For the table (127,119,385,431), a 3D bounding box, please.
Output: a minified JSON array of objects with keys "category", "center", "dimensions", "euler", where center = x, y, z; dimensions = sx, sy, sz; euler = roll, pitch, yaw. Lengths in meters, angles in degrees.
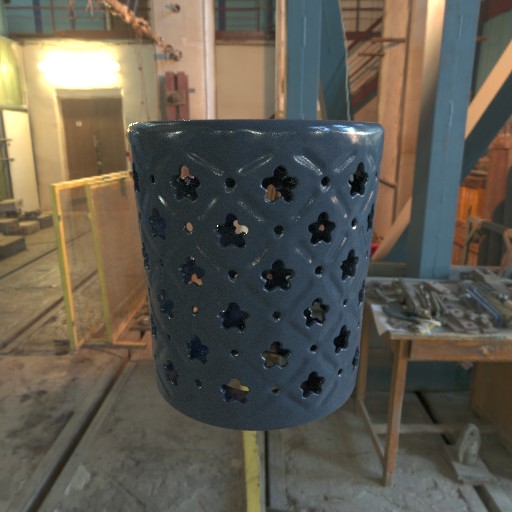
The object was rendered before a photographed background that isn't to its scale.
[{"category":"table","center":[0.000,0.000,0.670],"dimensions":[0.352,0.387,0.352],"euler":[0,15,0]}]
